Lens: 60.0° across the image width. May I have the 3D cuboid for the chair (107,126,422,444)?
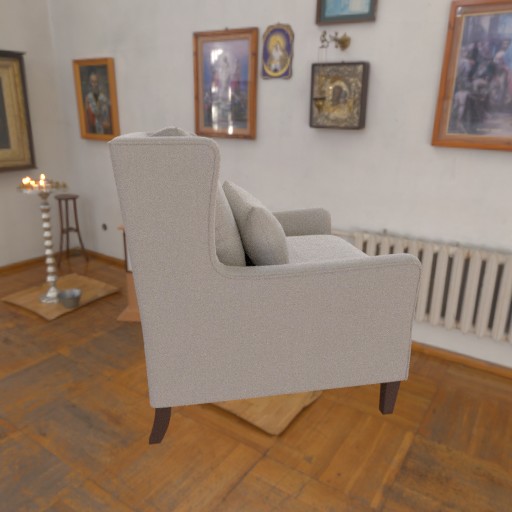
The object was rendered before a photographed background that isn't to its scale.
[{"bbox_3d":[0.000,0.000,1.880,1.040,1.056,0.982,-3,17,-11],"label":"chair"}]
